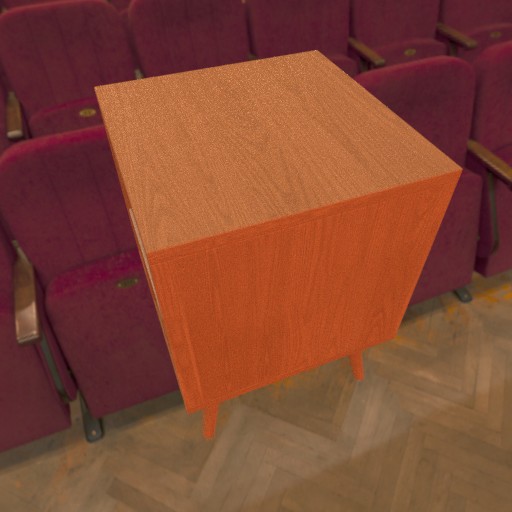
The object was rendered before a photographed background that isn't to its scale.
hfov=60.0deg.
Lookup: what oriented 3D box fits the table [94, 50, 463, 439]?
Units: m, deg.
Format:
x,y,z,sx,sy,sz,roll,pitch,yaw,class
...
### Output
x,y,z,sx,sy,sz,roll,pitch,yaw,class
0.000,0.000,0.831,0.400,0.550,0.400,-16,48,-15,table
